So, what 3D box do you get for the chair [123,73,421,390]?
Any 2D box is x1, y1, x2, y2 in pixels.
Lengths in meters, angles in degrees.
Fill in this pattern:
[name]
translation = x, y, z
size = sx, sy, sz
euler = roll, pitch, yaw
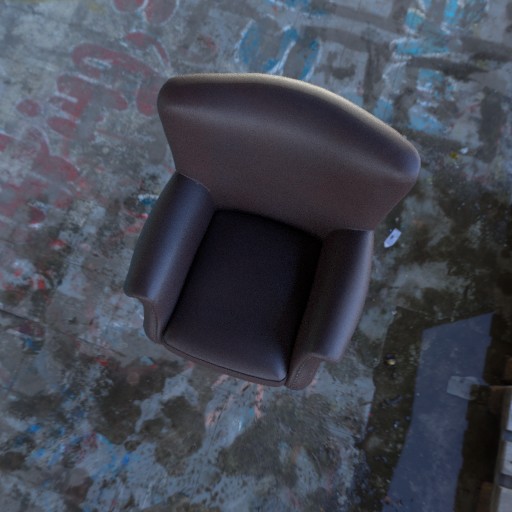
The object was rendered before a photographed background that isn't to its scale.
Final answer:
[chair]
translation = 0.000, 0.000, 1.391
size = 0.700, 0.800, 0.746
euler = 18, 76, 5
